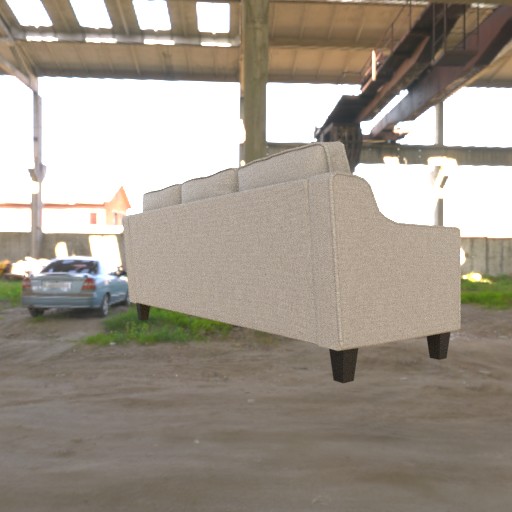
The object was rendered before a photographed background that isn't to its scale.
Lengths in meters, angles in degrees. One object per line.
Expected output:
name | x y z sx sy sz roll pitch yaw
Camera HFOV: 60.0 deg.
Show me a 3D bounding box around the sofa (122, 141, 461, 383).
sofa | 0.000 0.000 2.677 0.899 0.950 2.129 0 0 -36
